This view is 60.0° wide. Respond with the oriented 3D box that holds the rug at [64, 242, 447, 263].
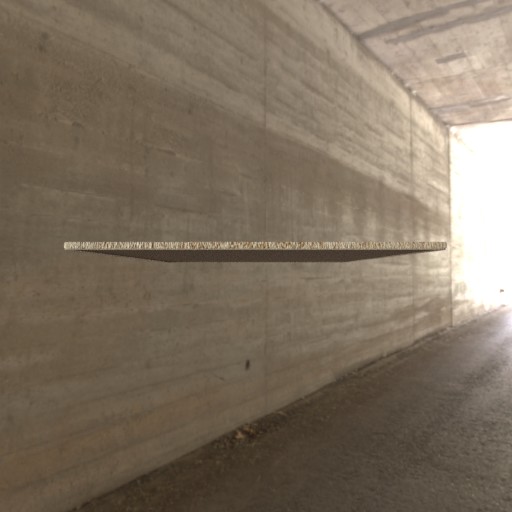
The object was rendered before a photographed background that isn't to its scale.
[{"bbox_3d":[0.000,0.000,2.164,1.199,0.025,1.600,0,-2,0],"label":"rug"}]
